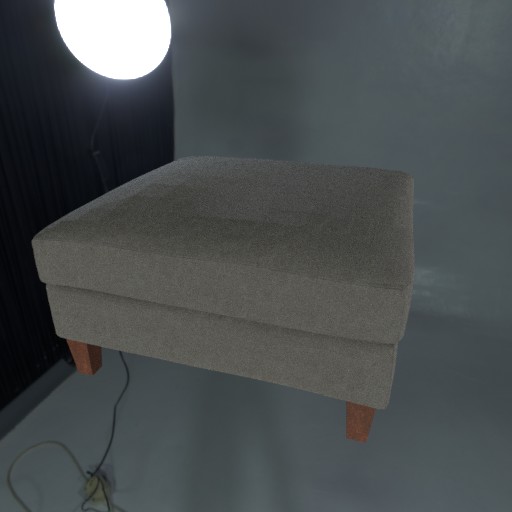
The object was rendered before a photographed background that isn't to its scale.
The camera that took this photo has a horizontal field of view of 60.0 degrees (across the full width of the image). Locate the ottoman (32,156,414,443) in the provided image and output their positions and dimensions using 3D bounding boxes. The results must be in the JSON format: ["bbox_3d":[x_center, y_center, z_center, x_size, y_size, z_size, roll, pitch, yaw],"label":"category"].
[{"bbox_3d":[0.000,0.000,1.369,0.881,0.482,0.861,8,27,16],"label":"ottoman"}]
